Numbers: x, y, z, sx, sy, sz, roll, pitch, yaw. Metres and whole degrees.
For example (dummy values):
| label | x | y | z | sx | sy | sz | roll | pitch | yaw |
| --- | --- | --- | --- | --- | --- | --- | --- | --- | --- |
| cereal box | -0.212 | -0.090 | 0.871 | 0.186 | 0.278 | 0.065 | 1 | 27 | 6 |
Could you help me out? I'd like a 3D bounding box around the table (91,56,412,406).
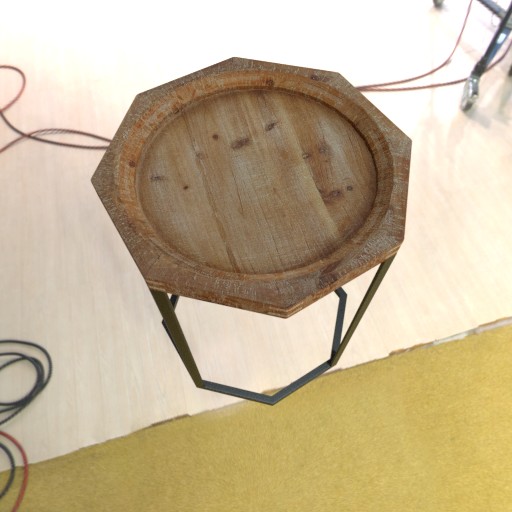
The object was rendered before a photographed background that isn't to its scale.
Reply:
| label | x | y | z | sx | sy | sz | roll | pitch | yaw |
| --- | --- | --- | --- | --- | --- | --- | --- | --- | --- |
| table | 0.000 | 0.000 | 0.858 | 0.458 | 0.543 | 0.458 | 32 | 65 | 17 |
